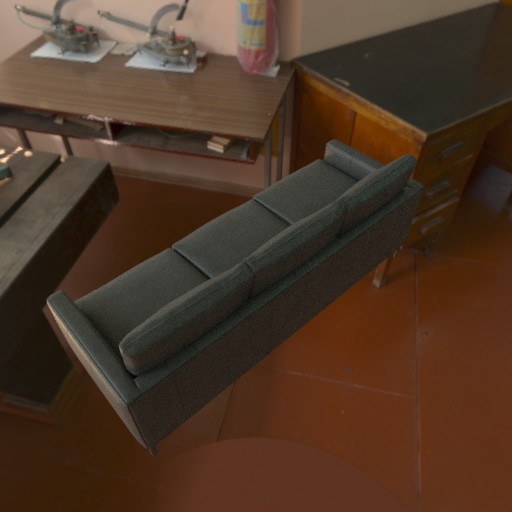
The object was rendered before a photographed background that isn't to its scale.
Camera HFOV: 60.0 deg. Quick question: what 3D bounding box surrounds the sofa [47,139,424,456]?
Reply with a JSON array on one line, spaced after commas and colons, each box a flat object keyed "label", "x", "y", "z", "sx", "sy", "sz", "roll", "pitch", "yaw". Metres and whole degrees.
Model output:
[{"label": "sofa", "x": 0.000, "y": 0.000, "z": 2.432, "sx": 2.029, "sy": 0.805, "sz": 0.748, "roll": -33, "pitch": 55, "yaw": -28}]
